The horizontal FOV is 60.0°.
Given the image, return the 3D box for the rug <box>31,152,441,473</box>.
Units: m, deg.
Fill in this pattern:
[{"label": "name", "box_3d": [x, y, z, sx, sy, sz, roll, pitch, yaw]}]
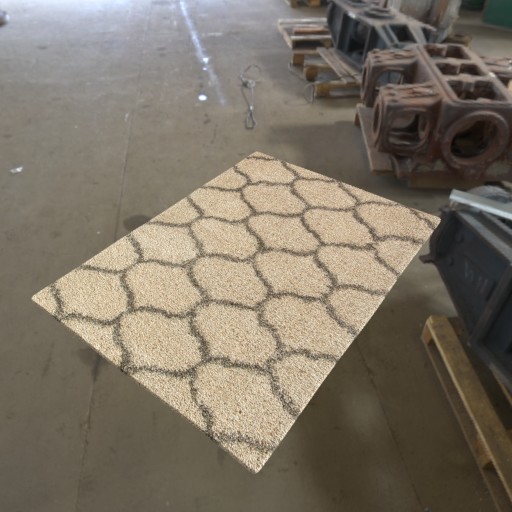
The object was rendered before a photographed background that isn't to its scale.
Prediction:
[{"label": "rug", "box_3d": [0.000, 0.000, 2.084, 1.200, 0.025, 1.600, 26, 48, 27]}]
